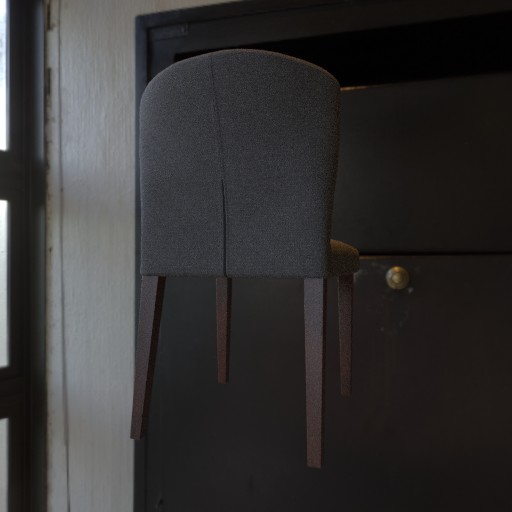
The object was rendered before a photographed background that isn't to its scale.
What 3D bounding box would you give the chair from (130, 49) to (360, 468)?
[{"bbox_3d":[0.000,0.000,1.176,0.491,0.839,0.589,0,0,19],"label":"chair"}]
